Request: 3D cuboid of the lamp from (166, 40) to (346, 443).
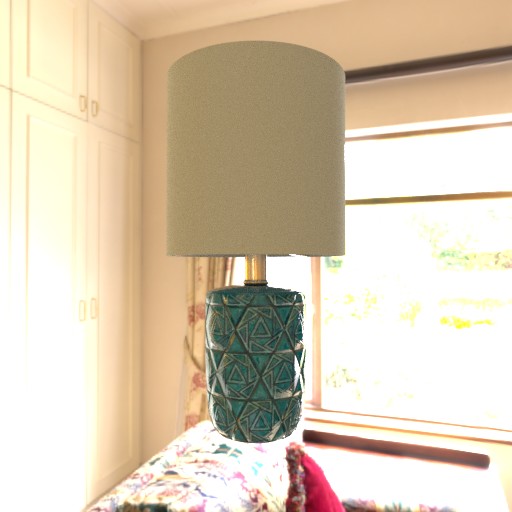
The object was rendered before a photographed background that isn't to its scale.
[{"bbox_3d":[0.000,0.000,0.484,0.193,0.377,0.193,0,-1,-18],"label":"lamp"}]
